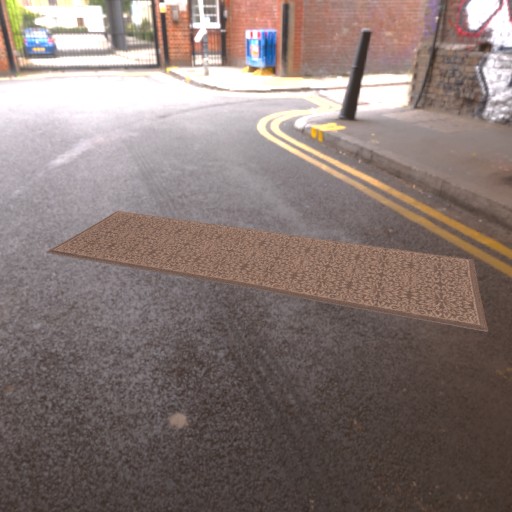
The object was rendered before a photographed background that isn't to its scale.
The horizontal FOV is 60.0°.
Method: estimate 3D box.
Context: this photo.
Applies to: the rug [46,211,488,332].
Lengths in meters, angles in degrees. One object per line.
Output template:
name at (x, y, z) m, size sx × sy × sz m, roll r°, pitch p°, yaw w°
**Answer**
rug at (0.000, 0.000, 2.374) m, size 2.196 × 0.011 × 0.662 m, roll 9°, pitch 28°, yaw 17°
